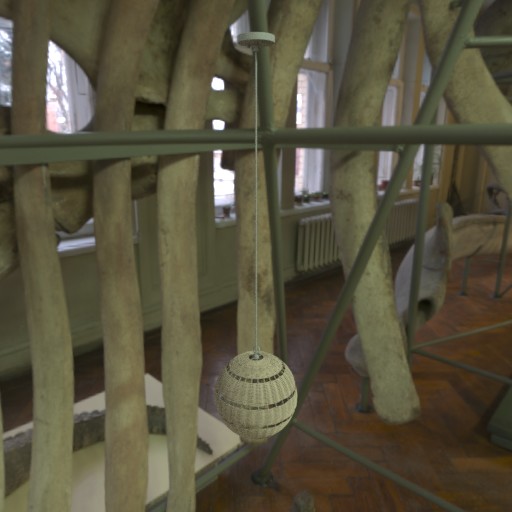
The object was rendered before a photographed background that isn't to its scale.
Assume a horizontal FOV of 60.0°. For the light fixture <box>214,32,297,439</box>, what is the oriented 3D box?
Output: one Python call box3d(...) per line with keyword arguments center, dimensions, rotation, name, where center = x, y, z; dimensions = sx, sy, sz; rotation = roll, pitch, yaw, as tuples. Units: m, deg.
box3d(center=(0.000, 0.000, 2.230), dimensions=(0.457, 2.019, 0.457), rotation=(14, 21, 42), name="light fixture")
